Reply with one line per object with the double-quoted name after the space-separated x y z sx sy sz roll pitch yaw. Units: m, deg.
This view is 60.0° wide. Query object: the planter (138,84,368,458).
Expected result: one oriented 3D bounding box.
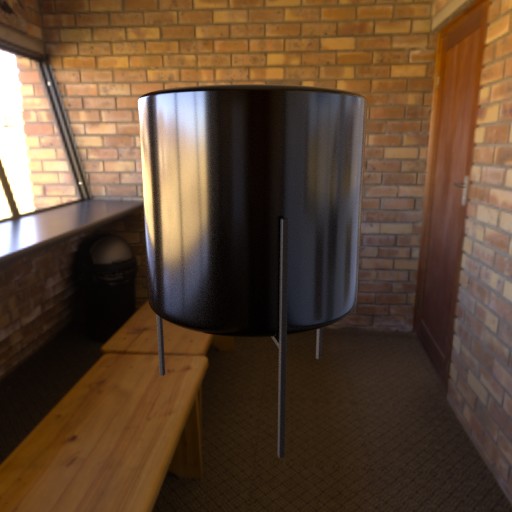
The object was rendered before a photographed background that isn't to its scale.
0.000 0.000 0.645 0.310 0.432 0.310 -7 15 -27 "planter"
